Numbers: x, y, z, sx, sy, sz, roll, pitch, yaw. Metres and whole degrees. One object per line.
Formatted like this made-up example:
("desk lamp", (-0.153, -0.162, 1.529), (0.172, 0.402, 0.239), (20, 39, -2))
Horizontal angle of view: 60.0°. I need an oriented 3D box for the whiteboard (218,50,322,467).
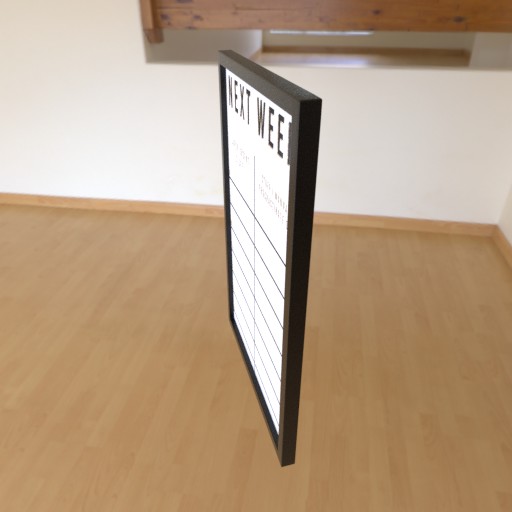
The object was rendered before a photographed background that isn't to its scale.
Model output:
("whiteboard", (0.000, 0.000, 0.772), (0.026, 0.611, 0.406), (-8, 33, -13))
